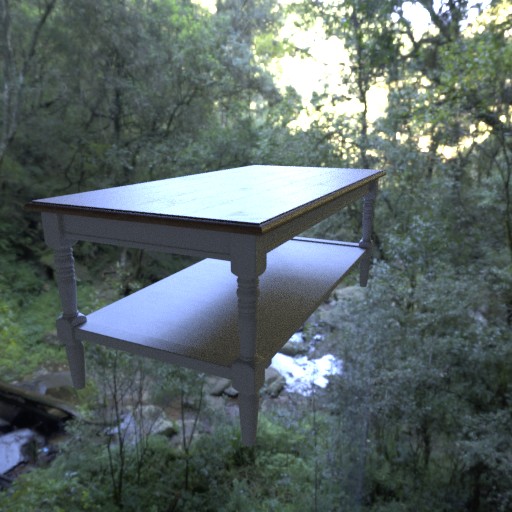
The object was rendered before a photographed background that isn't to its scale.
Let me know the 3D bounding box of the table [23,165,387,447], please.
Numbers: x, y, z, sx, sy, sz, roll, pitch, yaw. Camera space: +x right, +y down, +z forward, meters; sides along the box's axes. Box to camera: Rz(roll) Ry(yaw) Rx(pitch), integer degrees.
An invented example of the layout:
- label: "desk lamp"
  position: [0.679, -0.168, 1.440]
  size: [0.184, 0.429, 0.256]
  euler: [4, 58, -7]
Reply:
- label: "table"
  position: [0.000, 0.000, 1.367]
  size: [0.559, 0.458, 1.118]
  euler: [8, 18, 25]
